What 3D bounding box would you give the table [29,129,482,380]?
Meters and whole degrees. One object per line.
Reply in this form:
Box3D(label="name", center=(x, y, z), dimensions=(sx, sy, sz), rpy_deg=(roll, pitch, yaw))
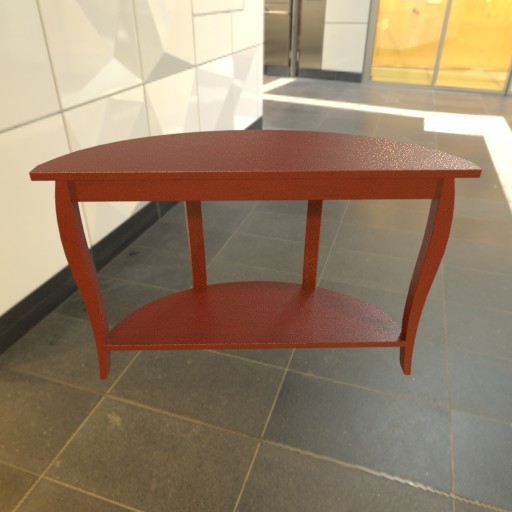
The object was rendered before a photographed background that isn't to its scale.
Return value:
Box3D(label="table", center=(0.000, 0.000, 1.564), dimensions=(1.219, 0.779, 0.405), rpy_deg=(-1, 31, -1))
